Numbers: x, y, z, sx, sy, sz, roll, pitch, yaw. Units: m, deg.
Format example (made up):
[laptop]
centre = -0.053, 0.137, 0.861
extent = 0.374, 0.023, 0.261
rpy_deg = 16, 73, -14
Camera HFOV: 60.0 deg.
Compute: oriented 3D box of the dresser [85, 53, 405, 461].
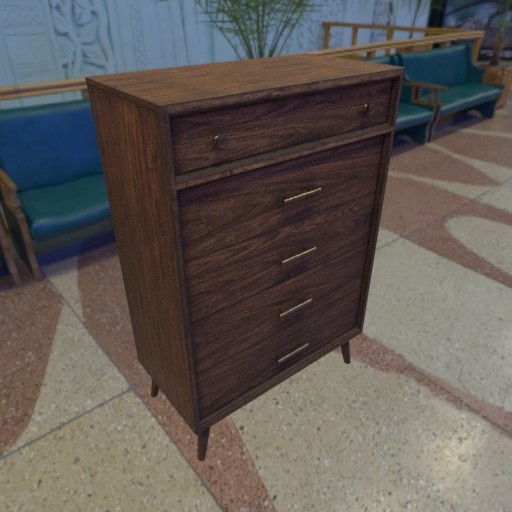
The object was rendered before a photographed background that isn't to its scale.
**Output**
[dresser]
centre = 0.000, 0.000, 1.762
extent = 0.919, 1.365, 0.498
rpy_deg = -22, 37, -32
